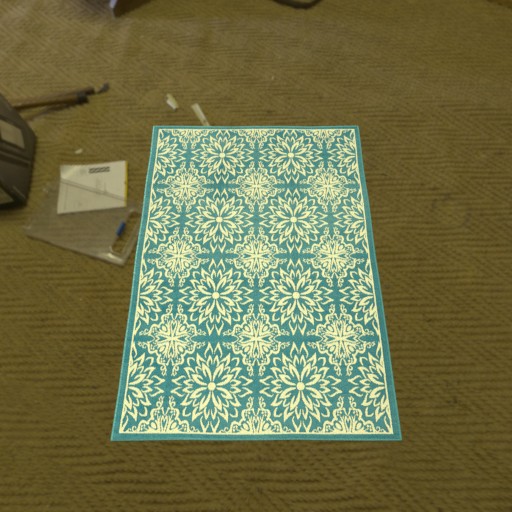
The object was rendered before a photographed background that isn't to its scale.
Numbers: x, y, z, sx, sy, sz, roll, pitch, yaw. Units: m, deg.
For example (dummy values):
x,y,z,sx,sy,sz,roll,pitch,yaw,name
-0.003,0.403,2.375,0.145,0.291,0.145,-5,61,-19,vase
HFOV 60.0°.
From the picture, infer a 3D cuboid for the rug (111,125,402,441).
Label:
x,y,z,sx,sy,sz,roll,pitch,yaw,name
0.000,0.000,2.855,1.554,0.012,2.205,0,63,0,rug
